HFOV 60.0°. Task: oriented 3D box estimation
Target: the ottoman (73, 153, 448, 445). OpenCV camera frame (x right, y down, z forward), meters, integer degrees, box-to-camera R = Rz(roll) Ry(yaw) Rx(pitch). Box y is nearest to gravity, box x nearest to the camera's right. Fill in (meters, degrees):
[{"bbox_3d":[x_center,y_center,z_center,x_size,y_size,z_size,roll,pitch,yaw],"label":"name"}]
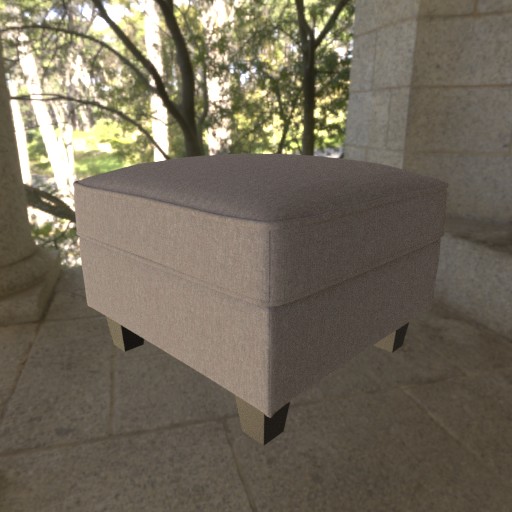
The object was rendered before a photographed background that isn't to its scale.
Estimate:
[{"bbox_3d":[0.000,0.000,1.380,0.871,0.612,0.808,16,23,42],"label":"ottoman"}]
